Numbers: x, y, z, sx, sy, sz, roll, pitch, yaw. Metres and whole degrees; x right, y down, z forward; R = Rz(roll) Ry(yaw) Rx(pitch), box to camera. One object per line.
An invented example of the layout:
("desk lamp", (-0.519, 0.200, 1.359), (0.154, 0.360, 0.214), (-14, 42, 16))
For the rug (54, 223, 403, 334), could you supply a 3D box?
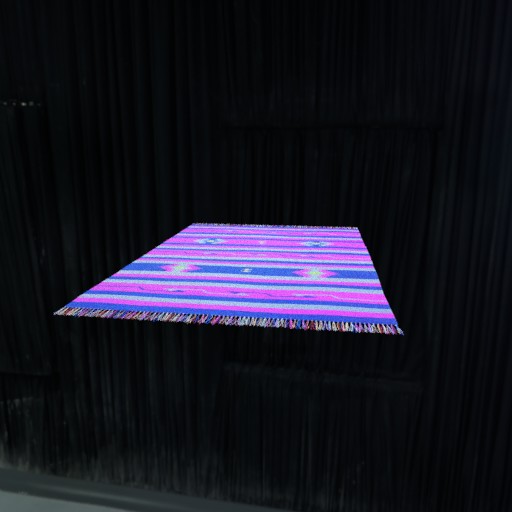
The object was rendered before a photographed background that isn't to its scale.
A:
("rug", (0.000, 0.000, 3.010), (1.539, 0.013, 2.350), (2, 15, 8))
